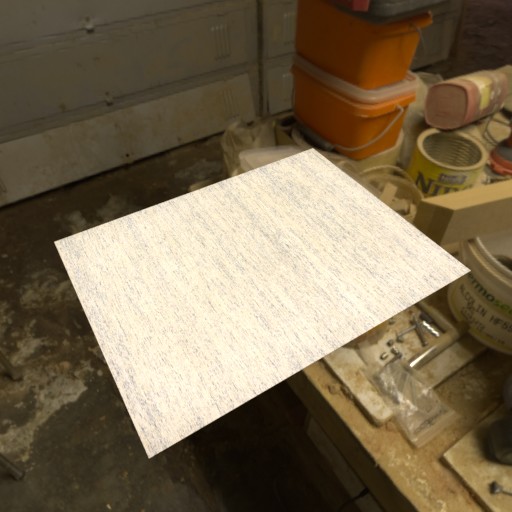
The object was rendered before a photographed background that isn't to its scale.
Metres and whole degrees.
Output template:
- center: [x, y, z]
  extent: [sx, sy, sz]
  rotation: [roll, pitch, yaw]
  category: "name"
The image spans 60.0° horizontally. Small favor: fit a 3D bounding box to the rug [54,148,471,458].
- center: [0.000, 0.000, 4.263]
  extent: [3.197, 0.006, 2.438]
  rotation: [-24, 51, -22]
  category: "rug"
